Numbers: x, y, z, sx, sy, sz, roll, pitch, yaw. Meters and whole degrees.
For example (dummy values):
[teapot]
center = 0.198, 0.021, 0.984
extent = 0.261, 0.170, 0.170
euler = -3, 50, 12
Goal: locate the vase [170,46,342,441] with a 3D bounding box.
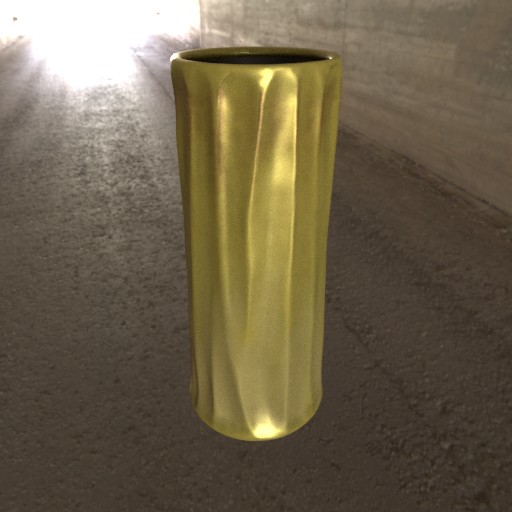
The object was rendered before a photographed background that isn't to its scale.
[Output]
[vase]
center = 0.000, 0.000, 0.171
extent = 0.061, 0.143, 0.061
euler = 0, 30, 0
